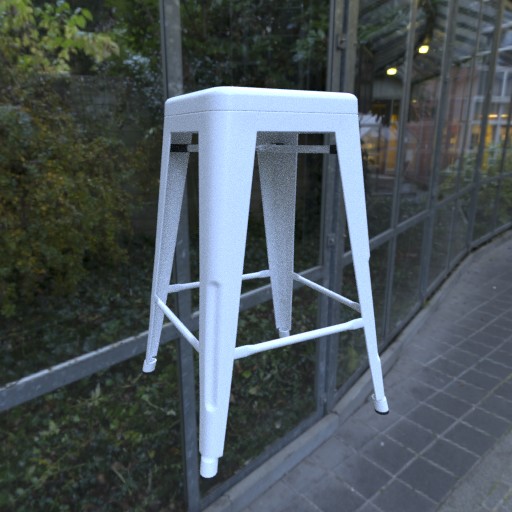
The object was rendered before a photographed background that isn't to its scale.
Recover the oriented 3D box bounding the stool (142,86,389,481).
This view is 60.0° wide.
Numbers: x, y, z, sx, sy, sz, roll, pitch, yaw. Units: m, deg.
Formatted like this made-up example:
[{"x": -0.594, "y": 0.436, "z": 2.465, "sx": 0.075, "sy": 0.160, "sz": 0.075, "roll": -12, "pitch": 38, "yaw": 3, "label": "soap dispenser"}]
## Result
[{"x": 0.000, "y": 0.000, "z": 0.897, "sx": 0.406, "sy": 0.610, "sz": 0.406, "roll": -8, "pitch": 17, "yaw": -27, "label": "stool"}]
